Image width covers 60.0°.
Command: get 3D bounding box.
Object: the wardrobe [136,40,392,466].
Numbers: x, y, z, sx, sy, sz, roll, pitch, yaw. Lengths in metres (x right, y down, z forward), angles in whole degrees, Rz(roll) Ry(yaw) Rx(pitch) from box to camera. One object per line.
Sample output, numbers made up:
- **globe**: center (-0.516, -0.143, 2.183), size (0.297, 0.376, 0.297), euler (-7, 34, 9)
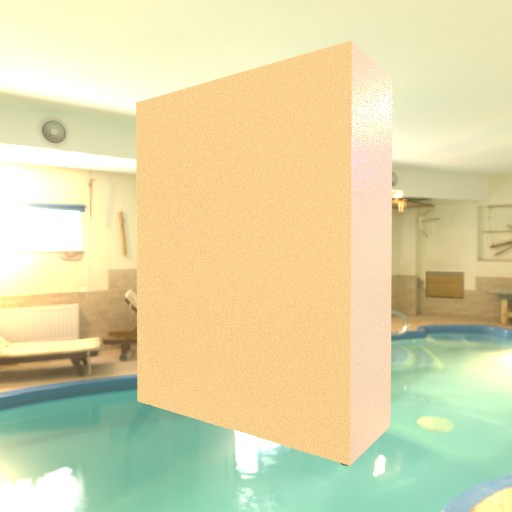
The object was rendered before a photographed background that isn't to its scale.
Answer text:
- **wardrobe**: center (0.000, 0.000, 1.634), size (0.900, 1.200, 0.360), euler (1, 1, 35)
